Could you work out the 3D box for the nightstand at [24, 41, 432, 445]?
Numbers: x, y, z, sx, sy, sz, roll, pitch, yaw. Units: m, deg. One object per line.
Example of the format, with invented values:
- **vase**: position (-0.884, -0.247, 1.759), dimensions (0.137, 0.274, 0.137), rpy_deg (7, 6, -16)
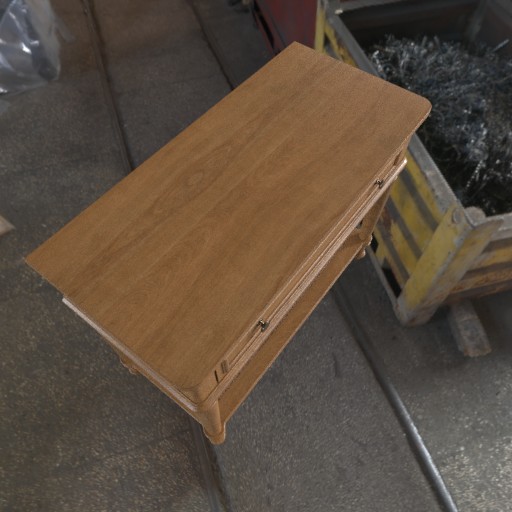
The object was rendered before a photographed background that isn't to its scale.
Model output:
- **nightstand**: position (0.000, 0.000, 1.277), dimensions (0.432, 0.700, 0.914), rpy_deg (33, 63, 19)
